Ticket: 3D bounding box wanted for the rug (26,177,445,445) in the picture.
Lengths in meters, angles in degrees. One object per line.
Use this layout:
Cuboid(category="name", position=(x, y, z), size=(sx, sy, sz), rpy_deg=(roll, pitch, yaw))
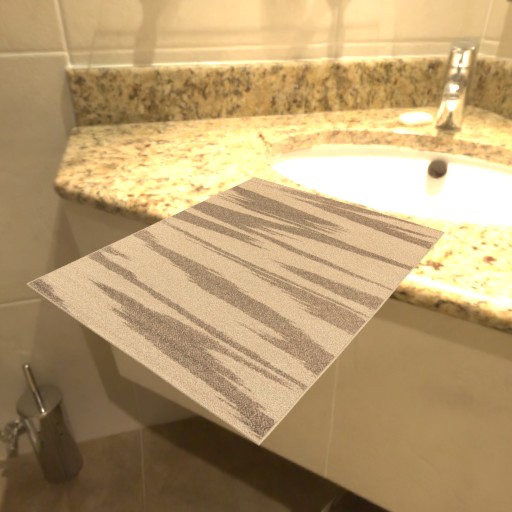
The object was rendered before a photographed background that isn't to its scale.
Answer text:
Cuboid(category="rug", position=(0.000, 0.000, 3.891), size=(2.353, 0.014, 2.945), rpy_deg=(22, 38, 32))
